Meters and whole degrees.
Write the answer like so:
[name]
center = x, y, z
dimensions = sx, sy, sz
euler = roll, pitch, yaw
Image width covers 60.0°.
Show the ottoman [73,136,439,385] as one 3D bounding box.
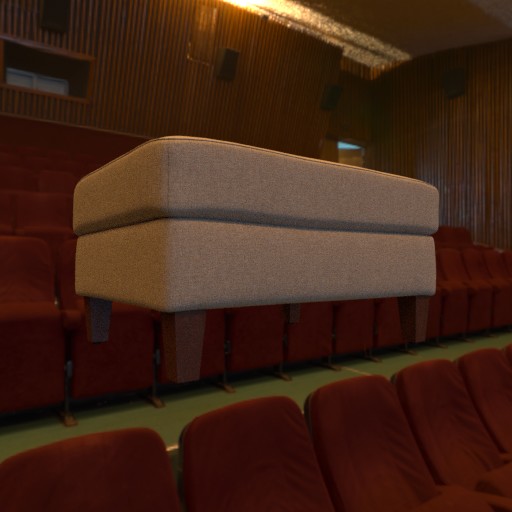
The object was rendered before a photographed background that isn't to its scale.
[ottoman]
center = 0.000, 0.000, 1.308
dimensions = 0.898, 0.519, 0.677
euler = 1, -2, -36
